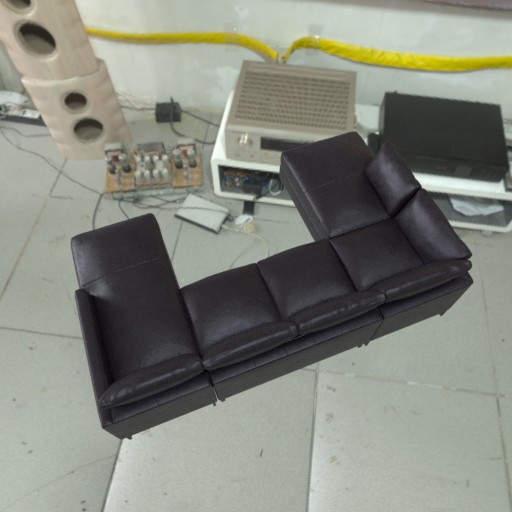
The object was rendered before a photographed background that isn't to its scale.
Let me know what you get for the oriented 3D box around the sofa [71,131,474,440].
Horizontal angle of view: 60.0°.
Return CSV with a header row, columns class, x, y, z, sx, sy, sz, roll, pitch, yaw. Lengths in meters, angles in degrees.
class,x,y,z,sx,sy,sz,roll,pitch,yaw
sofa,0.000,0.000,3.796,2.956,0.900,1.939,-19,61,-11
